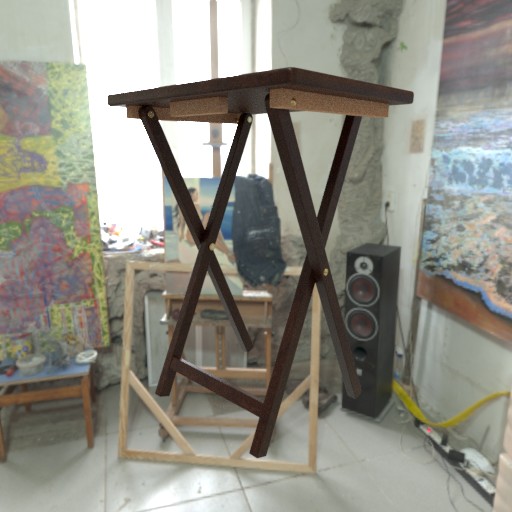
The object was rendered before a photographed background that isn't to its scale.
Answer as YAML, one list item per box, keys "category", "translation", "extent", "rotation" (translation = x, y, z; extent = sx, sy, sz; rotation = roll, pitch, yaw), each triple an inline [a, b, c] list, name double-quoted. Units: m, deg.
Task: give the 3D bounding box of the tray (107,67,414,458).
- category: "tray"
  translation: [0.000, 0.000, 0.952]
  extent: [0.483, 0.660, 0.381]
  rotation: [13, 19, 41]
